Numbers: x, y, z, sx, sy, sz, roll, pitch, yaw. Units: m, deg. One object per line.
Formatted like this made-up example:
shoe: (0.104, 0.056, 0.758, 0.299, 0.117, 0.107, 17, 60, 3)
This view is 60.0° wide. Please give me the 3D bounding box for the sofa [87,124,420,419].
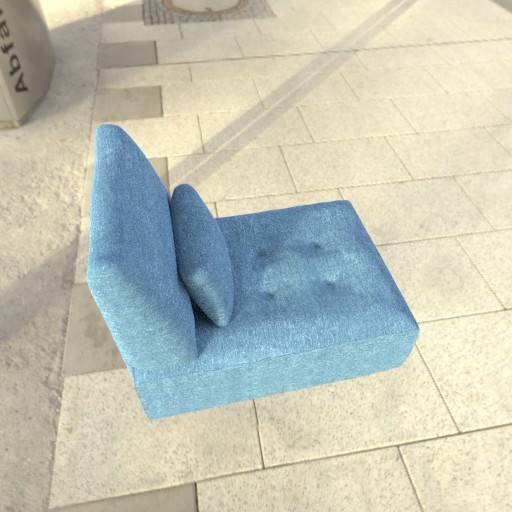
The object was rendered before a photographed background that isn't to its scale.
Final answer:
sofa: (0.000, 0.000, 1.580, 1.000, 0.820, 0.700, -9, 48, -8)
